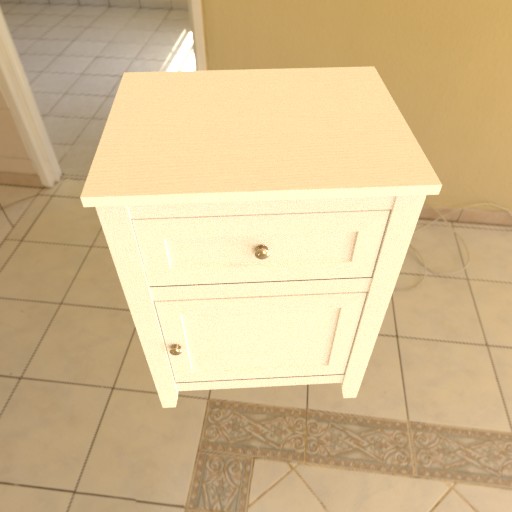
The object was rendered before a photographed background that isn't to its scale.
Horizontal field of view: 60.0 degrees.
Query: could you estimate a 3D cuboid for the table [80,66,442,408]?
[{"bbox_3d":[0.000,0.000,0.944,0.480,0.635,0.381,-2,46,-2],"label":"table"}]
